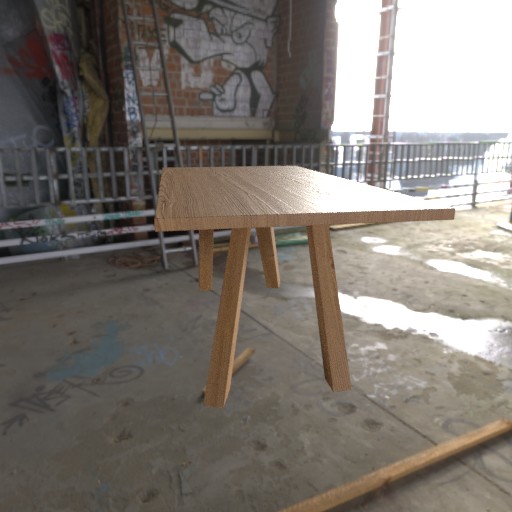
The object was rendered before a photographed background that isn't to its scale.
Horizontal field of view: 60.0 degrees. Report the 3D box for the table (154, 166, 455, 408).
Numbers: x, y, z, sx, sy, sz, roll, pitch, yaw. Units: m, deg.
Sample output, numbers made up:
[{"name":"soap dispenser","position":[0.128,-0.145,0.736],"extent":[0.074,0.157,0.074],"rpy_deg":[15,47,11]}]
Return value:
[{"name":"table","position":[0.000,0.000,2.224],"extent":[0.901,0.750,1.797],"rpy_deg":[-3,16,-10]}]
